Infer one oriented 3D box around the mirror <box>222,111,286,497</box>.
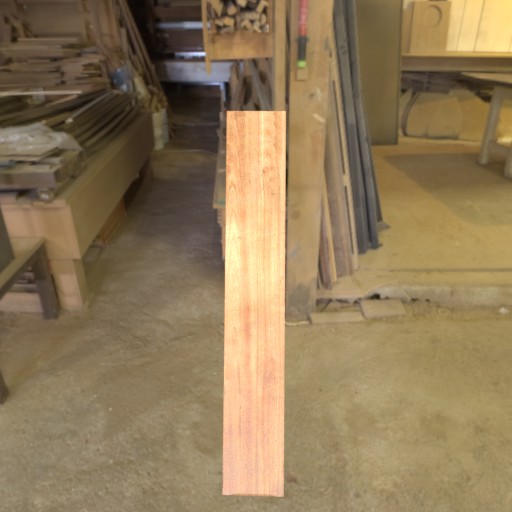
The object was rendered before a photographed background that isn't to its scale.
[{"bbox_3d":[0.000,0.000,0.870,0.100,0.548,0.631,0,27,1],"label":"mirror"}]
